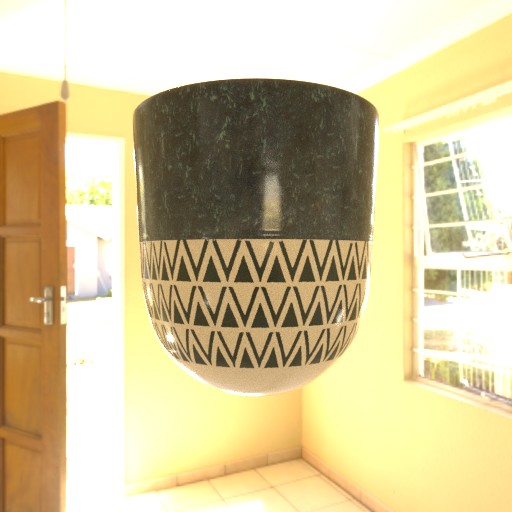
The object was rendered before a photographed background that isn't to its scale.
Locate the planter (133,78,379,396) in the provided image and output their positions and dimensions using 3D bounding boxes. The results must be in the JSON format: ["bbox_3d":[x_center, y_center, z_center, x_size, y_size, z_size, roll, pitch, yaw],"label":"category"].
[{"bbox_3d":[0.000,0.000,0.363,0.195,0.214,0.195,0,0,0],"label":"planter"}]
